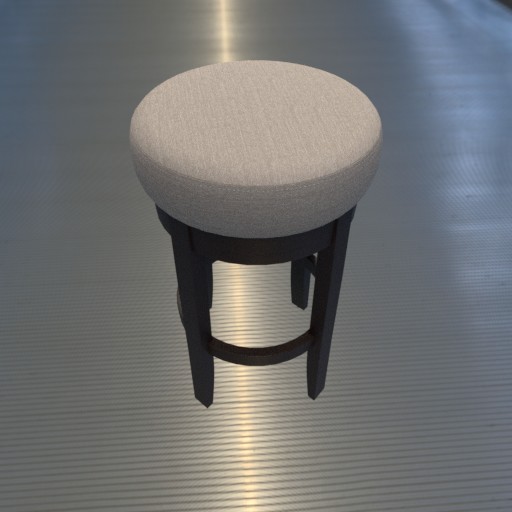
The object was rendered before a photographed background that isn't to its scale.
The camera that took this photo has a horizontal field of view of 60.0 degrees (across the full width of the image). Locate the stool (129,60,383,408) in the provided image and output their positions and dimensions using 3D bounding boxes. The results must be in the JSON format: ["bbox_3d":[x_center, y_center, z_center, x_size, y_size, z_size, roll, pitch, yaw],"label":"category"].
[{"bbox_3d":[0.000,0.000,1.012,0.443,0.757,0.443,0,45,0],"label":"stool"}]
